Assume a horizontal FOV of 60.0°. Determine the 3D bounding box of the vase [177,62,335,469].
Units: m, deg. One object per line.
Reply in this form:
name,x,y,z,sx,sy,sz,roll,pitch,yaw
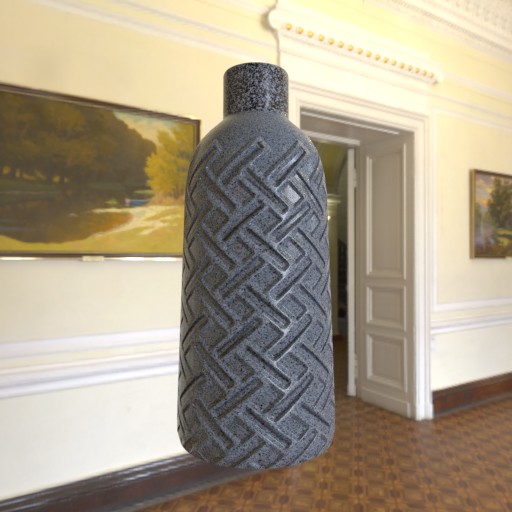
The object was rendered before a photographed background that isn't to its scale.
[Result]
vase,0.000,0.000,0.347,0.122,0.282,0.122,0,0,0
